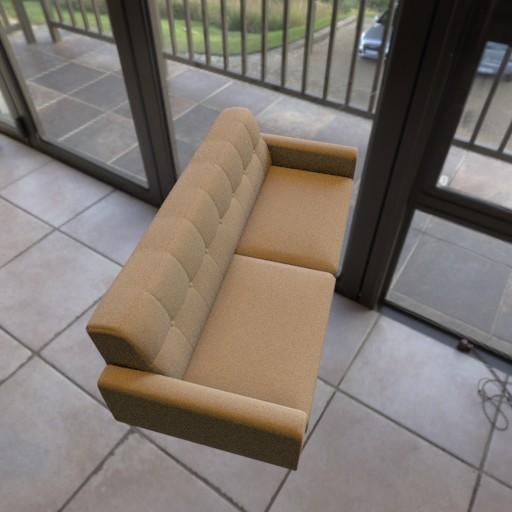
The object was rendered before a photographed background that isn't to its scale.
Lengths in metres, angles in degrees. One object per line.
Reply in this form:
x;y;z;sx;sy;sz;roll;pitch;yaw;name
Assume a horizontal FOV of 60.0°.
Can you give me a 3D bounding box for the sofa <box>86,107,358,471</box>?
0.000;0.000;2.663;0.980;0.892;2.137;11;48;10;sofa
